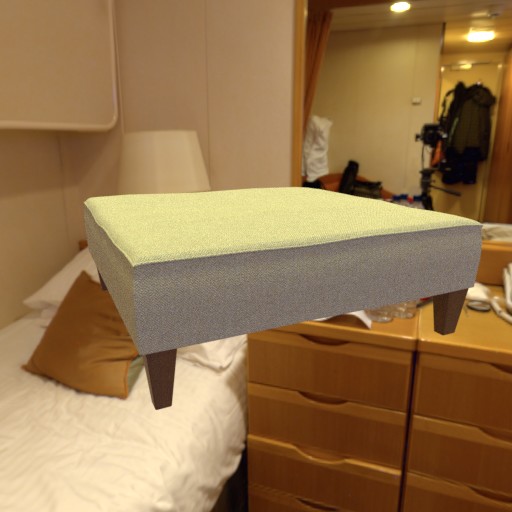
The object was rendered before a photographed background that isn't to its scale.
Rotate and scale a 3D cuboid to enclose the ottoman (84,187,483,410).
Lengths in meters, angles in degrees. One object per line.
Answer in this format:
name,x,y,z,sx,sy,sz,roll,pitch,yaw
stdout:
ottoman,0.000,0.000,1.515,1.004,0.379,0.968,-7,17,-25
